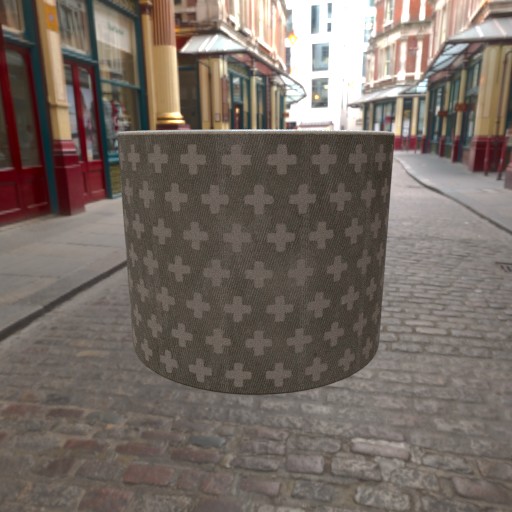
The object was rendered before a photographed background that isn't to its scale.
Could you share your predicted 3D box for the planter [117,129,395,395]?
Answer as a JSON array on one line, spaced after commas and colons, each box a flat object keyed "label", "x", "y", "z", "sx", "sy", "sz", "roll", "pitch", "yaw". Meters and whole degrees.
[{"label": "planter", "x": 0.000, "y": 0.000, "z": 0.447, "sx": 0.250, "sy": 0.239, "sz": 0.250, "roll": 0, "pitch": 14, "yaw": 0}]
